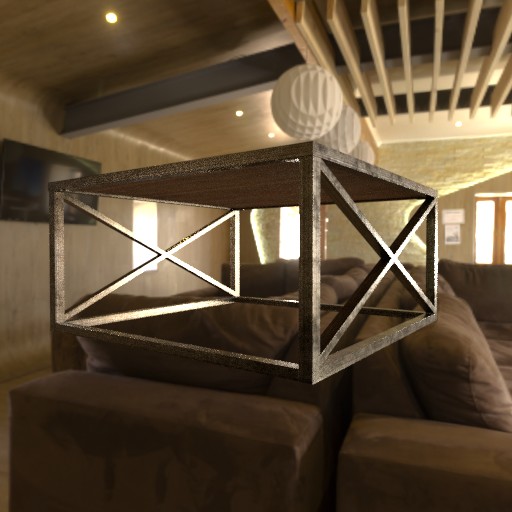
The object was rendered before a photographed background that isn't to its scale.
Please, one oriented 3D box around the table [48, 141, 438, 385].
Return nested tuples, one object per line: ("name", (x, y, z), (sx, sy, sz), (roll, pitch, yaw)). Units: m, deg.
("table", (0.000, 0.000, 1.446), (0.909, 0.451, 0.899), (1, 2, 36))
